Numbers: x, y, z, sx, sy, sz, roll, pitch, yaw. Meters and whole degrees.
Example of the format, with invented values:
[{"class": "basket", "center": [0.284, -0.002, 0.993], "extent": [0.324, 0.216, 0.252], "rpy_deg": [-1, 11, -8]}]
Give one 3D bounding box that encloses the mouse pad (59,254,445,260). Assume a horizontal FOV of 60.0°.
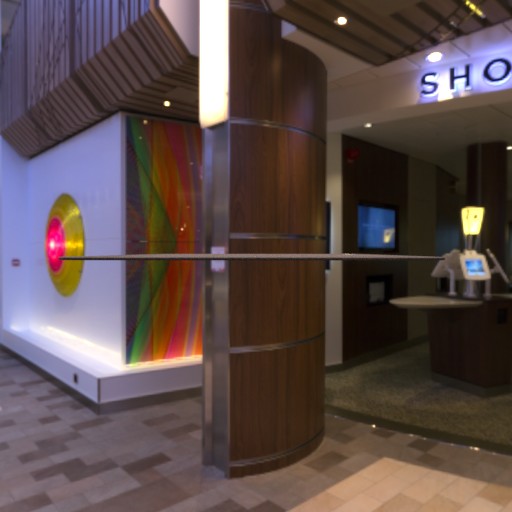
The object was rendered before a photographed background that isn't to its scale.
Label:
[{"class": "mouse pad", "center": [0.000, 0.000, 0.446], "extent": [0.269, 0.002, 0.315], "rpy_deg": [0, 1, 2]}]
